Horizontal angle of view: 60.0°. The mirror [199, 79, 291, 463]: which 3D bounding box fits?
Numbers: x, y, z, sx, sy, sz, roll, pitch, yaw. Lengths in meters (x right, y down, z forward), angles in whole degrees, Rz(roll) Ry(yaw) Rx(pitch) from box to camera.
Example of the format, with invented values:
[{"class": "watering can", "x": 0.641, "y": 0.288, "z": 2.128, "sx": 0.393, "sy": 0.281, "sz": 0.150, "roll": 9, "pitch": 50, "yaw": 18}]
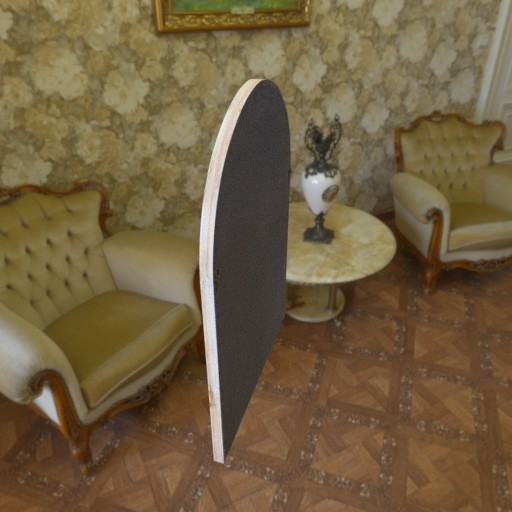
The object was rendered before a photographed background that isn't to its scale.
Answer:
[{"class": "mirror", "x": 0.000, "y": 0.000, "z": 1.232, "sx": 0.032, "sy": 0.920, "sz": 0.660, "roll": 9, "pitch": 32, "yaw": 15}]
